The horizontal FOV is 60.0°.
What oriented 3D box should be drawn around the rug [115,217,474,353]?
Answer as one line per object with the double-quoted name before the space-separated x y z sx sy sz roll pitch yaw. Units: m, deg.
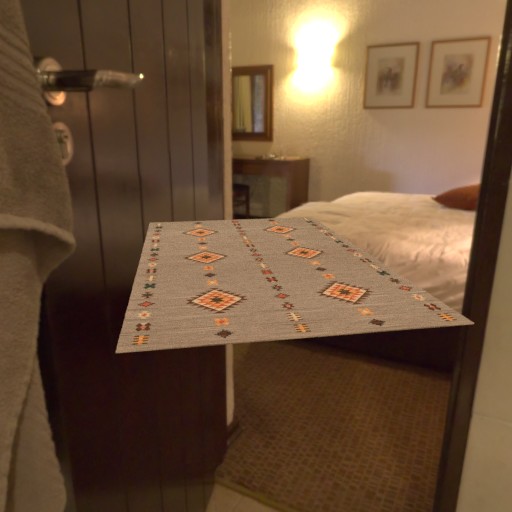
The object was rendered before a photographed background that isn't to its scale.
"rug" 0.000 0.000 2.962 1.515 0.007 2.427 -3 16 -10
